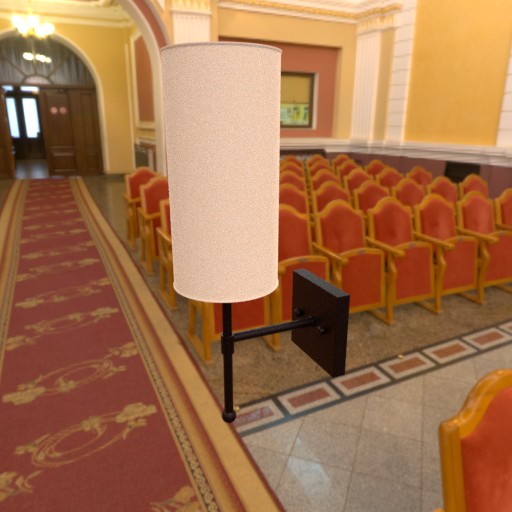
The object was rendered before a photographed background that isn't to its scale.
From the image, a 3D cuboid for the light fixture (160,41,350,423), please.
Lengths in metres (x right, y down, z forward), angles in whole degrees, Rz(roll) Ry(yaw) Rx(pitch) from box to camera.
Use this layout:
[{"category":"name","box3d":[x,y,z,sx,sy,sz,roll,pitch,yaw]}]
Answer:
[{"category":"light fixture","box3d":[0.000,0.000,0.552,0.208,0.462,0.128,-8,19,-23]}]
